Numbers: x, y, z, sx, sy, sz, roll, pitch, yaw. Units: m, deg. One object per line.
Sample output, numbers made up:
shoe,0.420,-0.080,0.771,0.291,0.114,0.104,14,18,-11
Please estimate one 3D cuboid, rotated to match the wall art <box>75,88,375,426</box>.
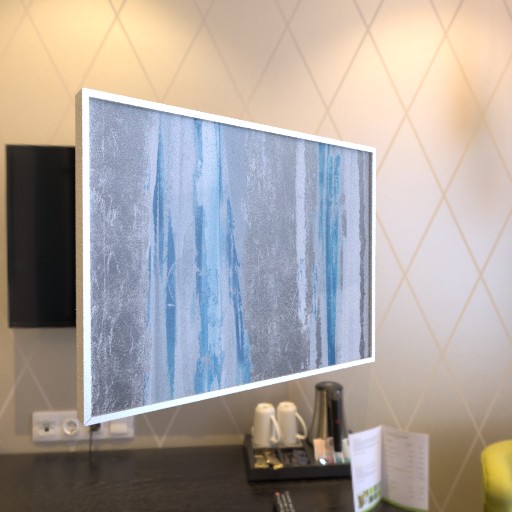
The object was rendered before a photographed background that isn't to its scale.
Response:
wall art,0.000,0.000,1.385,1.056,0.801,0.066,-1,1,-36
